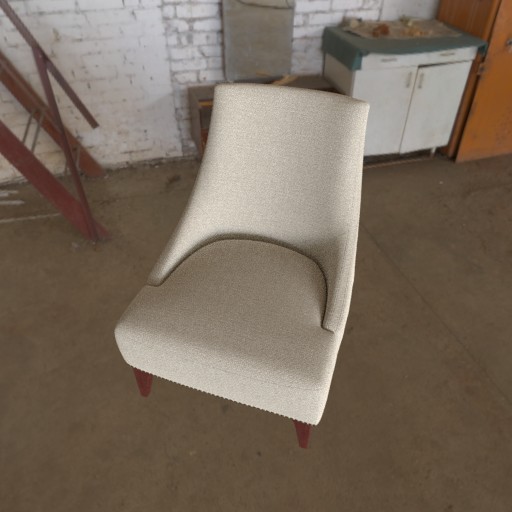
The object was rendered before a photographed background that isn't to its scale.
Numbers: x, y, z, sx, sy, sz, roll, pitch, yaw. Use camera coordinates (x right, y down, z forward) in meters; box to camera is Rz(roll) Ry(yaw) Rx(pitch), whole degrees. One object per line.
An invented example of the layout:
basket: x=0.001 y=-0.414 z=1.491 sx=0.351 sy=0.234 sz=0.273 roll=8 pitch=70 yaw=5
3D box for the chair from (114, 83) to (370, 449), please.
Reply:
chair: x=0.000 y=0.000 z=1.557 sx=0.701 sy=0.909 sz=0.861 roll=13 pitch=42 yaw=14
